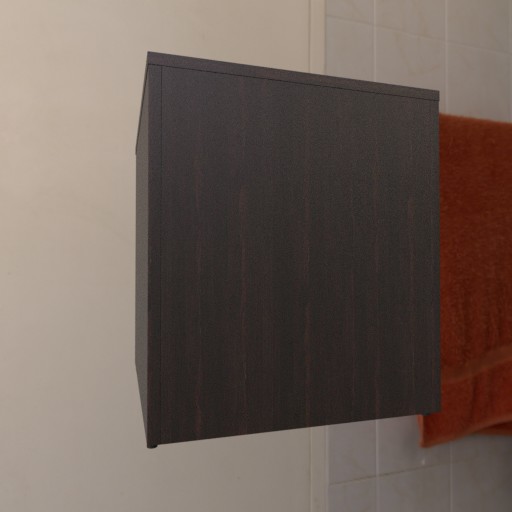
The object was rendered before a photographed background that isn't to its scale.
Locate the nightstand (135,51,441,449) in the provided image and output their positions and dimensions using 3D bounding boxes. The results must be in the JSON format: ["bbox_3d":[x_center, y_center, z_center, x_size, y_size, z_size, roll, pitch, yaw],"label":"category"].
[{"bbox_3d":[0.000,0.000,0.782,0.400,0.460,0.461,0,-1,-17],"label":"nightstand"}]
